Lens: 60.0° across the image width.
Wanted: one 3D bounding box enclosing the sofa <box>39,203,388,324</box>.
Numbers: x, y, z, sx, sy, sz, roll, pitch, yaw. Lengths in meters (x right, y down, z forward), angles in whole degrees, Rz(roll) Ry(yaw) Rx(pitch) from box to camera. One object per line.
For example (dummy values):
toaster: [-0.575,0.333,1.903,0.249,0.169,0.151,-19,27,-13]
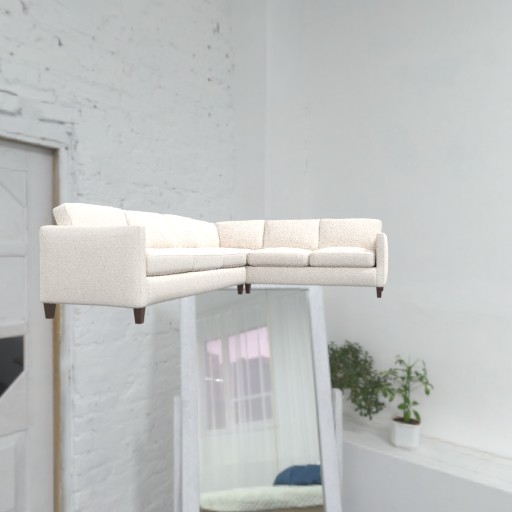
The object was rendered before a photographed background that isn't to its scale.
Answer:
sofa: [0.000,0.000,4.607,2.593,0.947,3.302,0,1,17]
